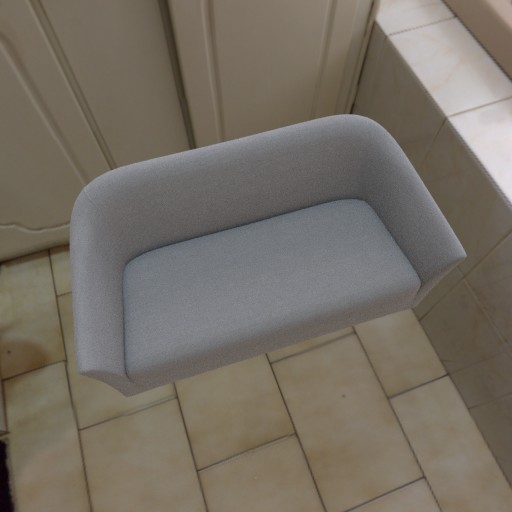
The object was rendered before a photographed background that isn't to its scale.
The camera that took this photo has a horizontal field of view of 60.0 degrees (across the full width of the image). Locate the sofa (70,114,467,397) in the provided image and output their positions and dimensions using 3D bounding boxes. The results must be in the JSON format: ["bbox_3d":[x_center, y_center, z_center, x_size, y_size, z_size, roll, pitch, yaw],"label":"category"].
[{"bbox_3d":[0.000,0.000,1.899,1.452,0.721,0.705,-16,65,-8],"label":"sofa"}]
